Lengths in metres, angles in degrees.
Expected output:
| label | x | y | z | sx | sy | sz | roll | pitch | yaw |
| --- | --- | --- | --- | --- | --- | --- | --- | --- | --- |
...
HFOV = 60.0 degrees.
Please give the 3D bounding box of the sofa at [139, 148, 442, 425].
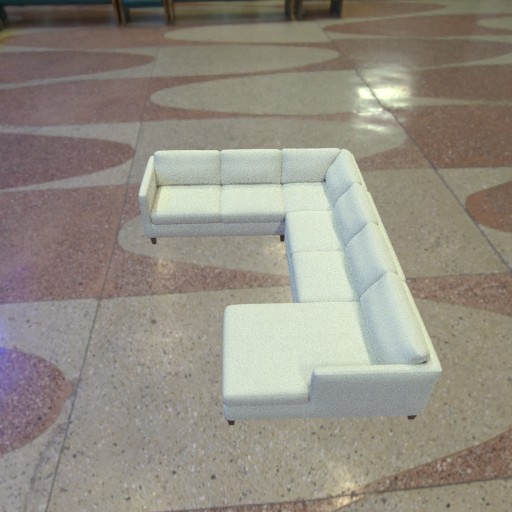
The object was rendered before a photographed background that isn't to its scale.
| label | x | y | z | sx | sy | sz | roll | pitch | yaw |
| --- | --- | --- | --- | --- | --- | --- | --- | --- | --- |
| sofa | 0.000 | 0.000 | 4.441 | 2.551 | 0.853 | 3.238 | -1 | 41 | -1 |
